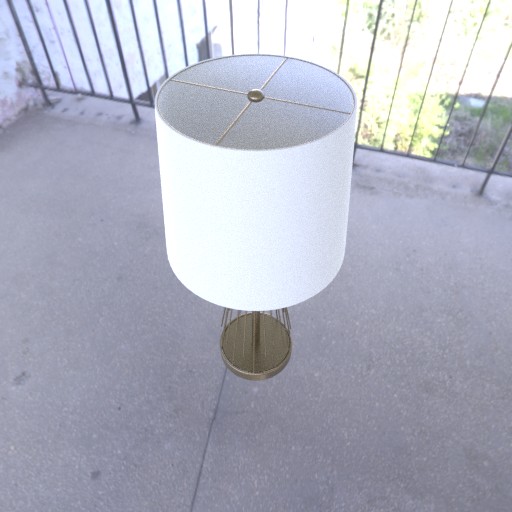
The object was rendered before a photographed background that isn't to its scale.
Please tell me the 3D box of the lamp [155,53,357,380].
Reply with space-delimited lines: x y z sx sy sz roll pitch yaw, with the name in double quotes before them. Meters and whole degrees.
"lamp" 0.000 0.000 0.792 0.303 0.618 0.303 0 47 0
